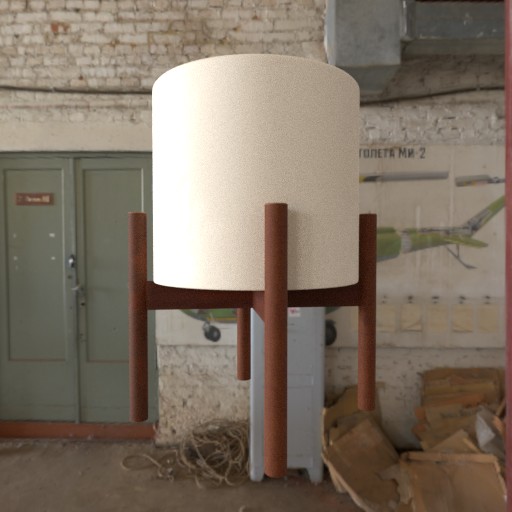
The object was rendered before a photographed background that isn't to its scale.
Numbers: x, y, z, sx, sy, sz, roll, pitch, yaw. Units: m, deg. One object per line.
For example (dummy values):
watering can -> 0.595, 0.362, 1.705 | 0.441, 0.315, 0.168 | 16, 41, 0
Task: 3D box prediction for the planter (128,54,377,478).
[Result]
planter -> 0.000, 0.000, 0.497 | 0.224, 0.358, 0.224 | 1, 2, 38
